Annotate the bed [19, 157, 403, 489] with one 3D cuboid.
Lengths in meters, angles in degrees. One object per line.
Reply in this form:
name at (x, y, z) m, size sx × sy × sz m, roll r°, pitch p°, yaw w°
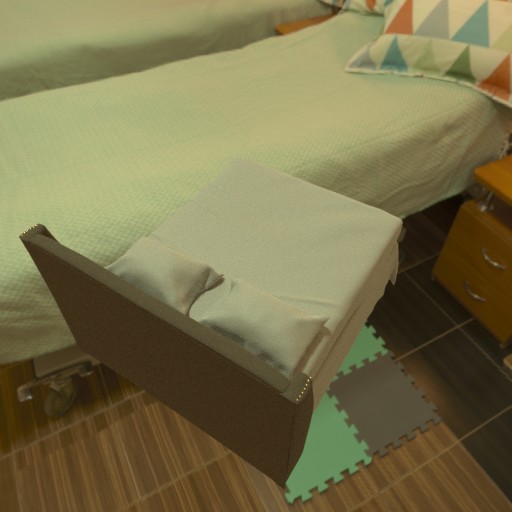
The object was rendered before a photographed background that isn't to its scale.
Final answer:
bed at (0.000, 0.000, 3.376) m, size 1.925 × 1.332 × 2.276 m, roll 26°, pitch 53°, yaw 21°
